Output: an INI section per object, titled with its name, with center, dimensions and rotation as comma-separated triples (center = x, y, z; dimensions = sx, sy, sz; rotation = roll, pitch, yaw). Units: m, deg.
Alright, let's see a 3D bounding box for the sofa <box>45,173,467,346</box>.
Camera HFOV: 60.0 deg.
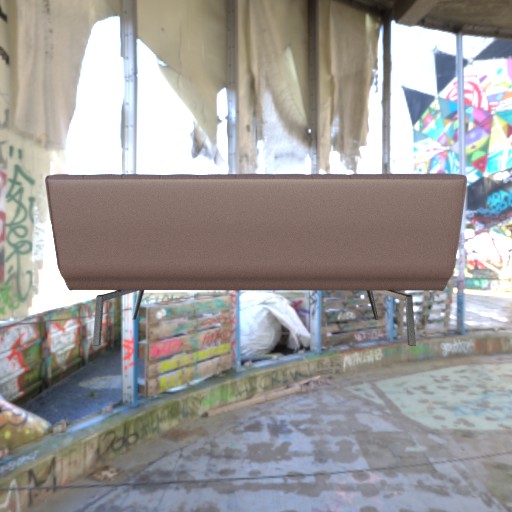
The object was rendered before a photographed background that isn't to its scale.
[sofa]
center = 0.000, 0.000, 2.109
dimensions = 1.703, 0.699, 0.747
rotation = 0, 0, 0
